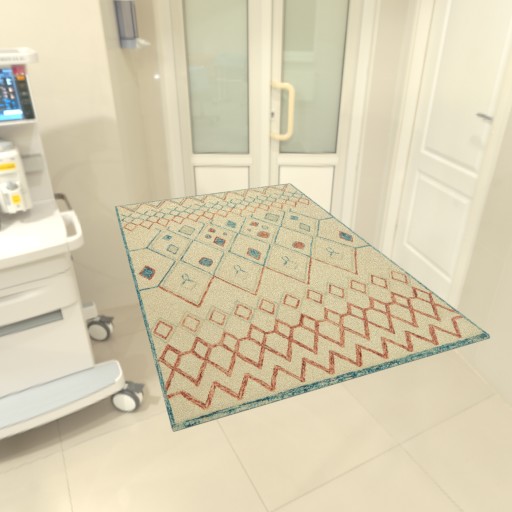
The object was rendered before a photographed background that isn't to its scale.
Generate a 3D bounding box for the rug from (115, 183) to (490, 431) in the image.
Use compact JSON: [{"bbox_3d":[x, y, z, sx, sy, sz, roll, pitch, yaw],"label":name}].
[{"bbox_3d":[0.000,0.000,2.244,1.219,0.016,1.829,-10,31,-18],"label":"rug"}]
